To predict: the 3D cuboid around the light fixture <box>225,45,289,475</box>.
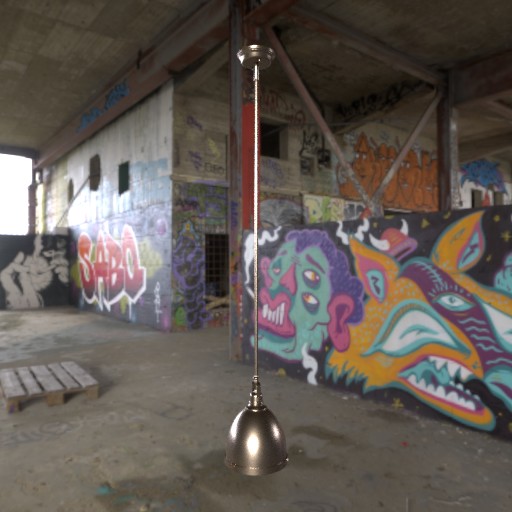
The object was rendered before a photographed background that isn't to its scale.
[{"bbox_3d":[0.000,0.000,1.497,0.211,1.367,0.217,0,-1,-18],"label":"light fixture"}]
